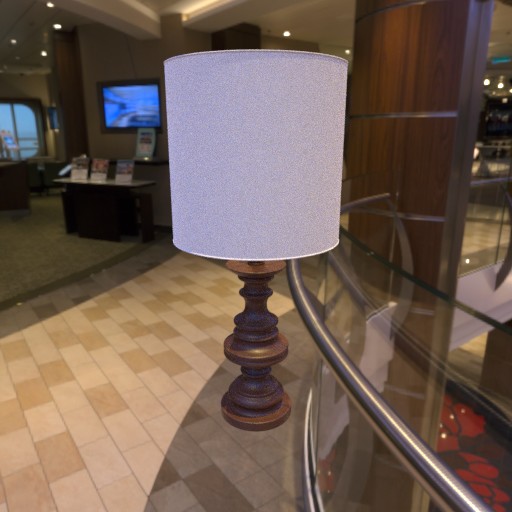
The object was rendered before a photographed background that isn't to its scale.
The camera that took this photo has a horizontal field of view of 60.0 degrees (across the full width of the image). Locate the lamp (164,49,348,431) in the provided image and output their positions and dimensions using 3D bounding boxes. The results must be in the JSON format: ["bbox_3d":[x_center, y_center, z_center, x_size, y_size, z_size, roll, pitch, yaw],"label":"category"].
[{"bbox_3d":[0.000,0.000,0.572,0.208,0.455,0.208,2,16,8],"label":"lamp"}]
